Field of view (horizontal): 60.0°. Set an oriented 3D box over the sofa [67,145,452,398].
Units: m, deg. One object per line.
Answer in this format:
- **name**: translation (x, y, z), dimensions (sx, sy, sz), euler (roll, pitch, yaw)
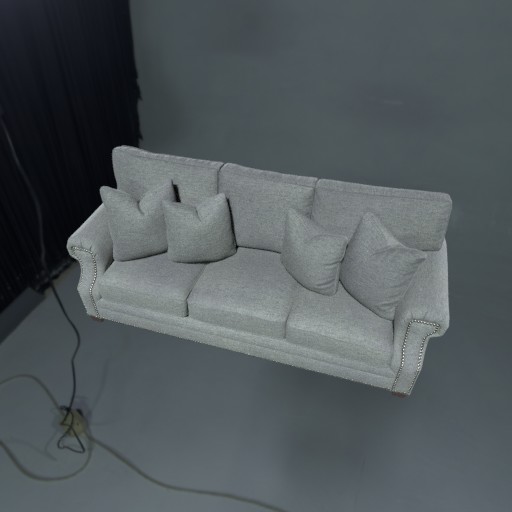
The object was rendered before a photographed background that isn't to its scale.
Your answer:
- **sofa**: translation (0.000, 0.000, 2.863), dimensions (2.312, 0.975, 0.965), euler (11, 42, 13)
